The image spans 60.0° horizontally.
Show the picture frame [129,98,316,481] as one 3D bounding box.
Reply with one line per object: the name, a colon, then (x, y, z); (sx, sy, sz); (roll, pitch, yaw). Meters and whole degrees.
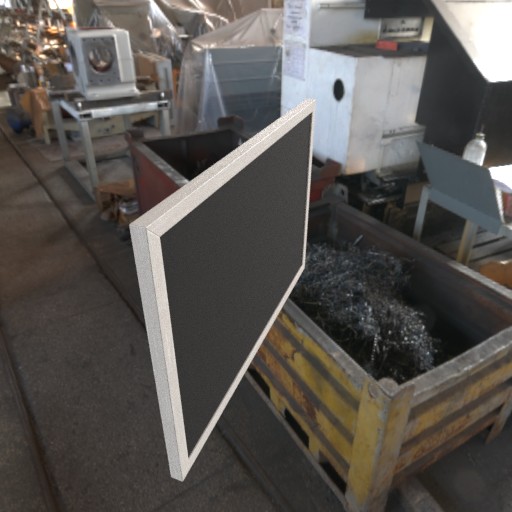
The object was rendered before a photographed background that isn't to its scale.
picture frame: (0.000, 0.000, 1.206); (0.029, 0.640, 0.950); (12, 33, 19)
